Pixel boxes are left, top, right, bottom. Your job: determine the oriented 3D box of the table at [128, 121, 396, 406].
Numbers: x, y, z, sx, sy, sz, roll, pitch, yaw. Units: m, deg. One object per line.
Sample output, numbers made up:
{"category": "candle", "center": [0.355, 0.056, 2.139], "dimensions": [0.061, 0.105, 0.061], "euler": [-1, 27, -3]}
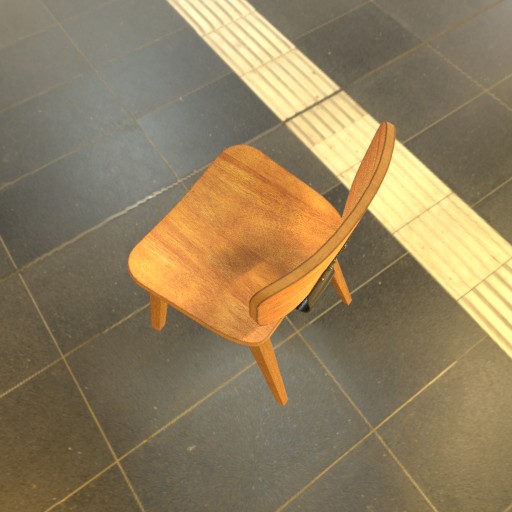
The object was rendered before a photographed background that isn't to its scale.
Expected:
{"category": "table", "center": [0.000, 0.000, 1.127], "dimensions": [0.500, 0.805, 0.499], "euler": [32, 68, 14]}
